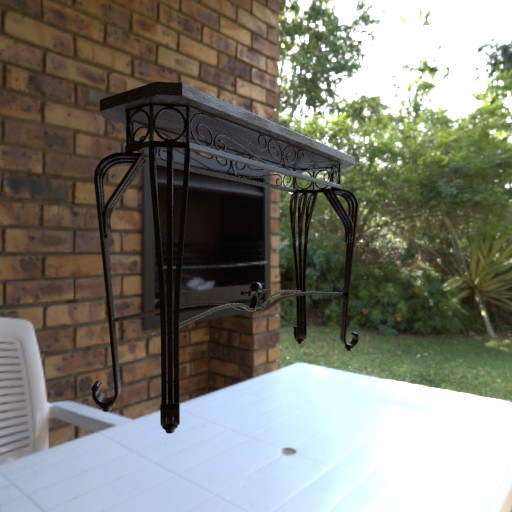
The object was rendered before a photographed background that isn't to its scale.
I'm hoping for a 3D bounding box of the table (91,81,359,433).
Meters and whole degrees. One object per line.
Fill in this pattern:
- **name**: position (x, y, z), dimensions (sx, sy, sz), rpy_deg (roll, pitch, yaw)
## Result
- **table**: position (0.000, 0.000, 1.503), dimensions (0.329, 0.800, 1.112), rpy_deg (1, 1, 35)
